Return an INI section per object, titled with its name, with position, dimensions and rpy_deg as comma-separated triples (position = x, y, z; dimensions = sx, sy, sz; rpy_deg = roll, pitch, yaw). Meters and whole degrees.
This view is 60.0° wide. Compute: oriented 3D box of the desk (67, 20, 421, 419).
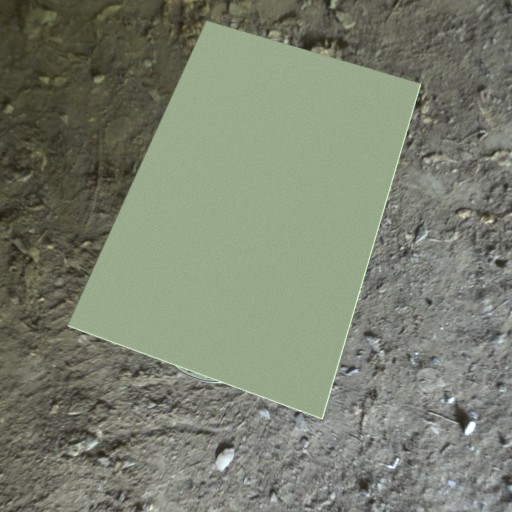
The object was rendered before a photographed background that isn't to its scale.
[desk]
position = 0.000, 0.000, 1.075
dimensions = 0.404, 0.730, 0.600
rpy_deg = 19, 76, 5
